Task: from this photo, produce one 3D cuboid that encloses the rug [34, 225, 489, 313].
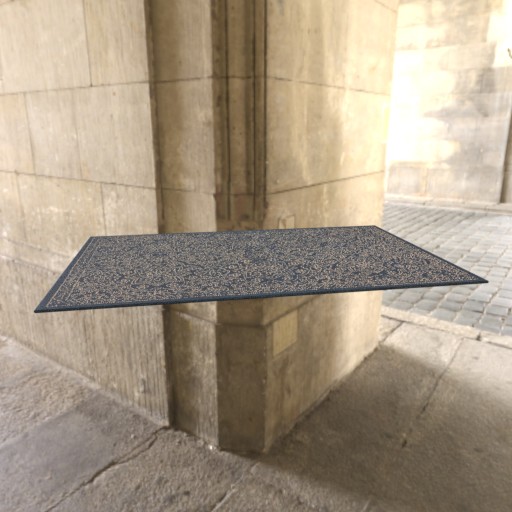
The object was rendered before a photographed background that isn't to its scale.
[{"bbox_3d":[0.000,0.000,3.050,2.441,0.015,1.526,-3,16,-10],"label":"rug"}]
